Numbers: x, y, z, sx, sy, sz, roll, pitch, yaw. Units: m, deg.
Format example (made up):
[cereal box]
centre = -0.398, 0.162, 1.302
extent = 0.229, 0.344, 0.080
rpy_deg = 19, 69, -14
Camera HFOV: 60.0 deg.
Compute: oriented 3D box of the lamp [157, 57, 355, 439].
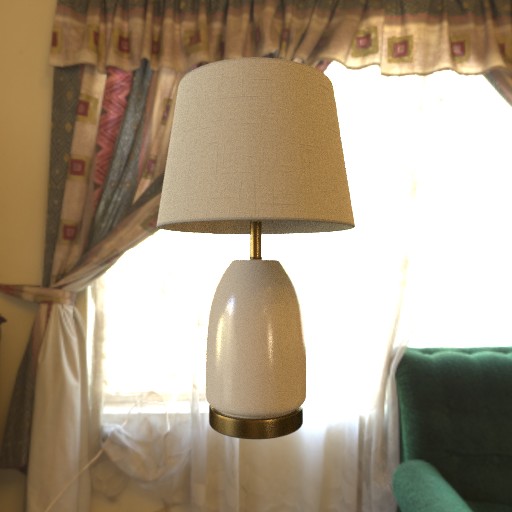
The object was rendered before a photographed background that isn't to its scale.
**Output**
[lamp]
centre = 0.000, 0.000, 0.651
extent = 0.285, 0.483, 0.285
rpy_deg = 0, -1, 0
